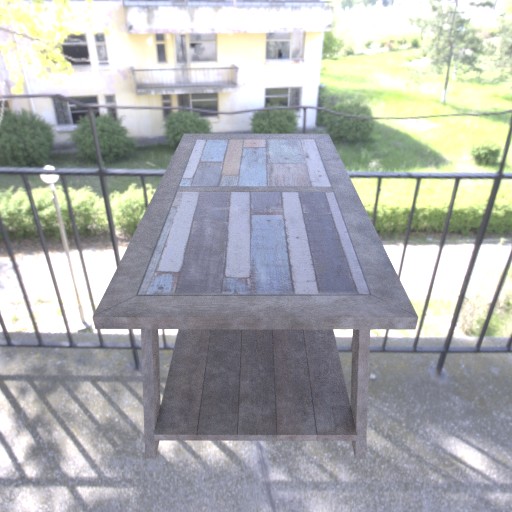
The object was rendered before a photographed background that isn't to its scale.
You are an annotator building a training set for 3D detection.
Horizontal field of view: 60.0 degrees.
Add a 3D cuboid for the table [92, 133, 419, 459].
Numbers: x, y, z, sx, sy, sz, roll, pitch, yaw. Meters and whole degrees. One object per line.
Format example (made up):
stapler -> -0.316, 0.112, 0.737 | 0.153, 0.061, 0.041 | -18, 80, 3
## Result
table -> 0.000, 0.000, 1.470 | 0.610, 0.470, 1.219 | 0, 31, 0
